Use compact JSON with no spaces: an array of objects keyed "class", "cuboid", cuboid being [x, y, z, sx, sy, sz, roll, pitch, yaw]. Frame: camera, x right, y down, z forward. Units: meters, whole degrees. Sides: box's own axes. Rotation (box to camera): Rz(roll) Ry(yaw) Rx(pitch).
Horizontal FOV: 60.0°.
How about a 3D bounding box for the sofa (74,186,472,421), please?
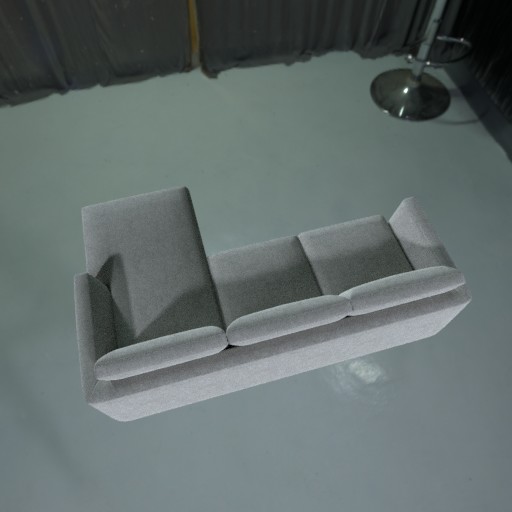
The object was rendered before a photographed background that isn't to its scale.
[{"class":"sofa","cuboid":[0.000,0.000,3.177,2.438,0.864,1.626,-13,59,-8]}]
